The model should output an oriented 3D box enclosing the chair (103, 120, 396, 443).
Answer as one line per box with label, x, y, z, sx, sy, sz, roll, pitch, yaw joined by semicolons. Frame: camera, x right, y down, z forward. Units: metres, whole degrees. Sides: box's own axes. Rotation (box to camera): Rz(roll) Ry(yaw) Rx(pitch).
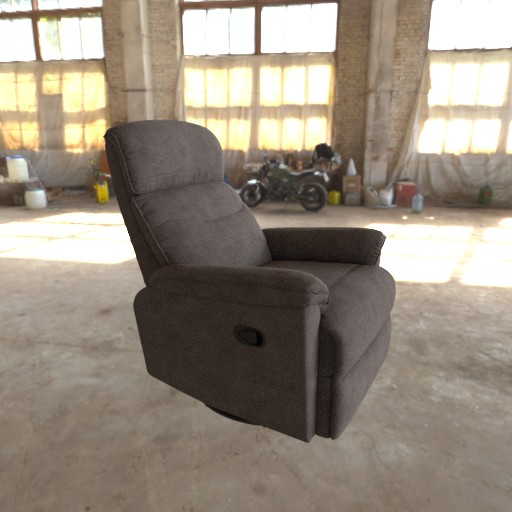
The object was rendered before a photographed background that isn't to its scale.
chair;0.000;0.000;1.748;1.009;1.036;0.830;9;18;28
